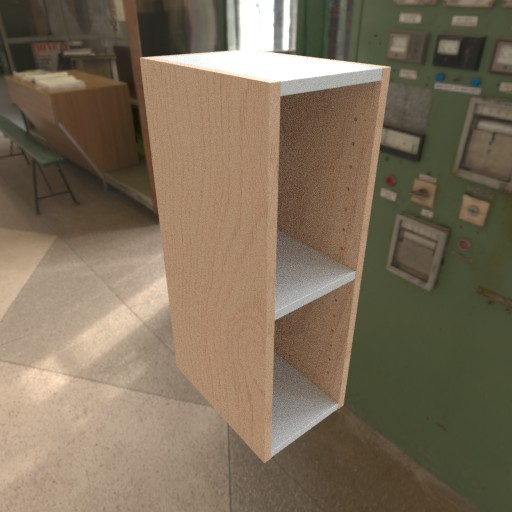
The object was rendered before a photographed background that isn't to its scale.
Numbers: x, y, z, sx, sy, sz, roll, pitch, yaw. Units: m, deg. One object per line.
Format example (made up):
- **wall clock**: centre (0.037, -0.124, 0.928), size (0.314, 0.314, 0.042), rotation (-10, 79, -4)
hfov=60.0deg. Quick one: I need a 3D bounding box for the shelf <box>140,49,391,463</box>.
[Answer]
- **shelf**: centre (0.000, 0.000, 0.744), size (0.200, 0.600, 0.290), rotation (-22, 36, -33)
